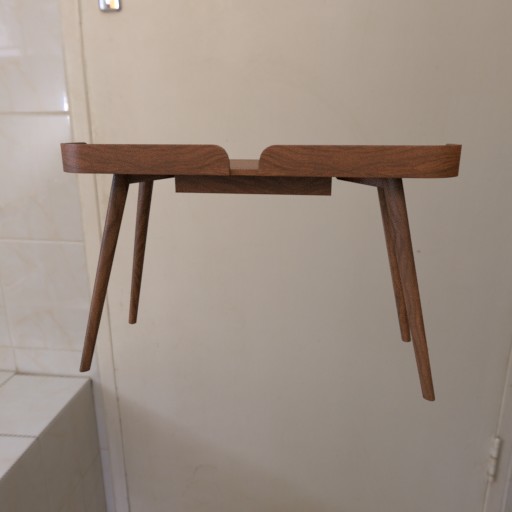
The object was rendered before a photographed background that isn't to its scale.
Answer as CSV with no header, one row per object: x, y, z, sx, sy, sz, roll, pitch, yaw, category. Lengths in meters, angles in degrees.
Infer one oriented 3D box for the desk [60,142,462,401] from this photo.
0.000,0.000,1.616,1.256,0.800,0.486,2,16,8,desk
